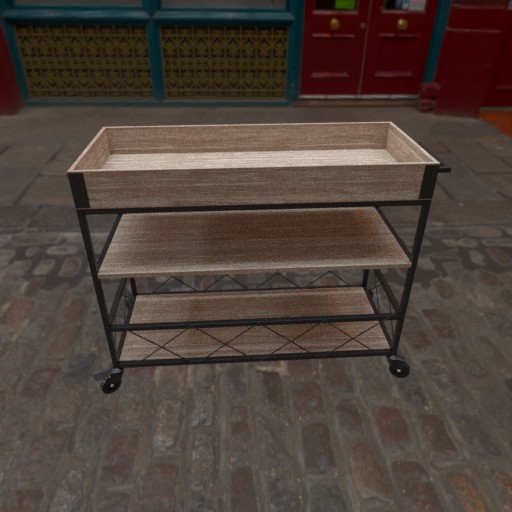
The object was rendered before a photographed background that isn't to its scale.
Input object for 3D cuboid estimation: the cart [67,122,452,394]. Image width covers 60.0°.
[{"bbox_3d":[0.000,0.000,1.516,1.101,0.787,0.500,-2,32,-3],"label":"cart"}]
